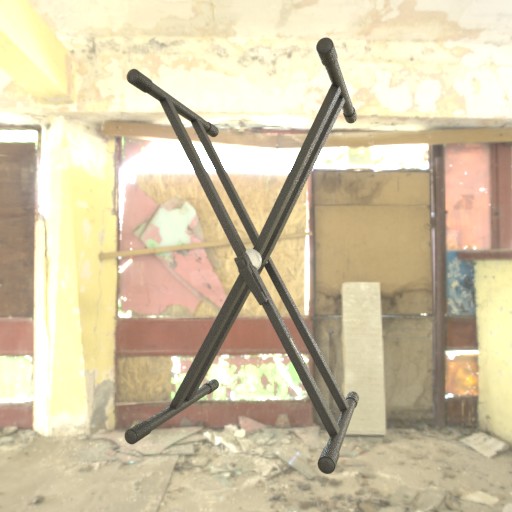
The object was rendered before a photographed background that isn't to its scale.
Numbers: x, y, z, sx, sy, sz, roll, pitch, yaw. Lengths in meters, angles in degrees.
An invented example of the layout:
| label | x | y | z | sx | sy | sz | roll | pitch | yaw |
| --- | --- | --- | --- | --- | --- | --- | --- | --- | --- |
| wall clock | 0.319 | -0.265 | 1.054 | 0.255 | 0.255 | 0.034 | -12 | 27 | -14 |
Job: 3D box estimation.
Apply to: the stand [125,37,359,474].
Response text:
| label | x | y | z | sx | sy | sz | roll | pitch | yaw |
| --- | --- | --- | --- | --- | --- | --- | --- | --- | --- |
| stand | 0.000 | 0.000 | 1.216 | 0.503 | 0.900 | 0.495 | 0 | -1 | 19 |
